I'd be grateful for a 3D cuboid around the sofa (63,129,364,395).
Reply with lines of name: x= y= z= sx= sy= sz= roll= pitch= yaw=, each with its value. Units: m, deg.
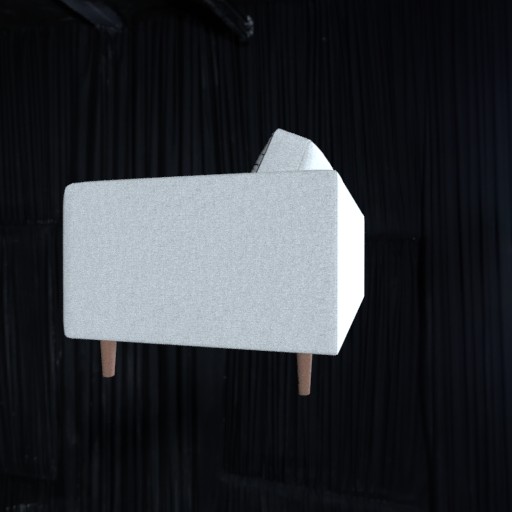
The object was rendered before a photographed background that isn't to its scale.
sofa: x=0.000 y=0.000 z=2.264 sx=1.000 sy=0.900 sz=1.731 roll=0 pitch=1 yaw=16
